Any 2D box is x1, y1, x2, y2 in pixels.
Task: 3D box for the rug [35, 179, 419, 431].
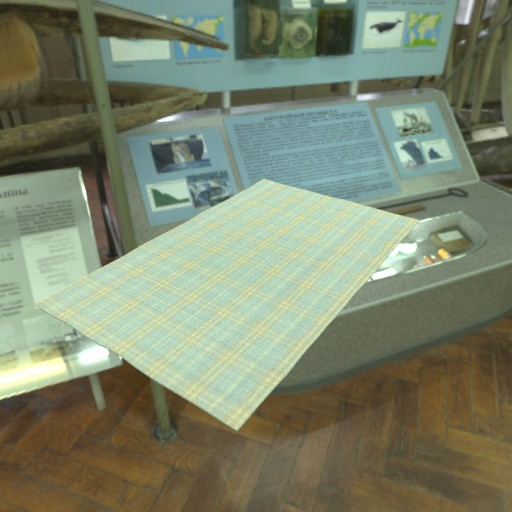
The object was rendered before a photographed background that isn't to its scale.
[{"bbox_3d":[0.000,0.000,3.149,1.545,0.016,2.460,20,37,29],"label":"rug"}]
